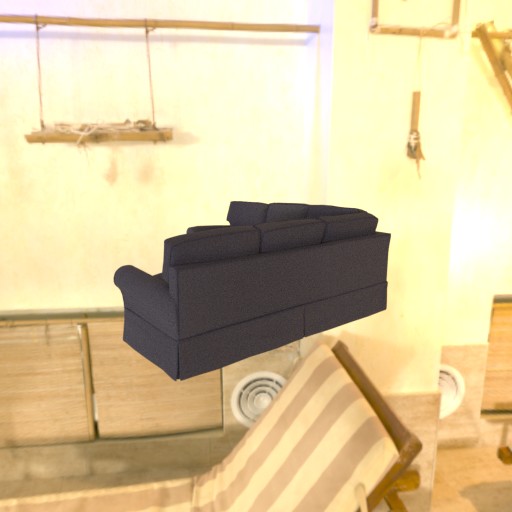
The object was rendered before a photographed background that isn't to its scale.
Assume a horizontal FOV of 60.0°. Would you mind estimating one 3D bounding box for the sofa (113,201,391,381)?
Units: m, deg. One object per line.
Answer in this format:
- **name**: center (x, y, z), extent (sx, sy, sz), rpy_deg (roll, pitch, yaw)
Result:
- **sofa**: center (0.000, 0.000, 5.218), extent (2.874, 1.169, 3.773), rpy_deg (-2, 12, -7)
